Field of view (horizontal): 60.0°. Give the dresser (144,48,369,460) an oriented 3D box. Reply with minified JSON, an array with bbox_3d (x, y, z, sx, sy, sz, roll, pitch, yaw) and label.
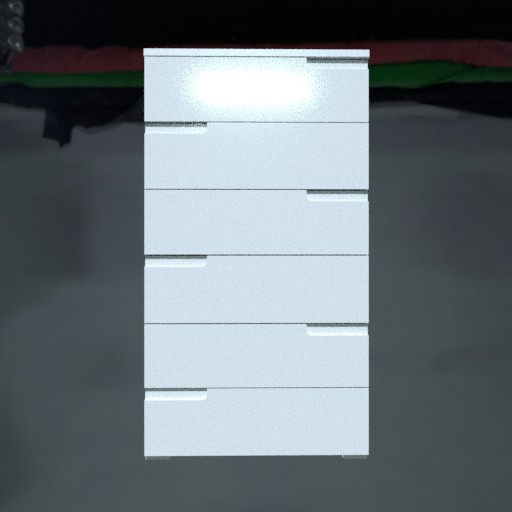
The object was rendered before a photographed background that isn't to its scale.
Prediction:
[{"bbox_3d":[0.000,0.000,1.474,0.650,1.190,0.400,0,0,-1],"label":"dresser"}]
